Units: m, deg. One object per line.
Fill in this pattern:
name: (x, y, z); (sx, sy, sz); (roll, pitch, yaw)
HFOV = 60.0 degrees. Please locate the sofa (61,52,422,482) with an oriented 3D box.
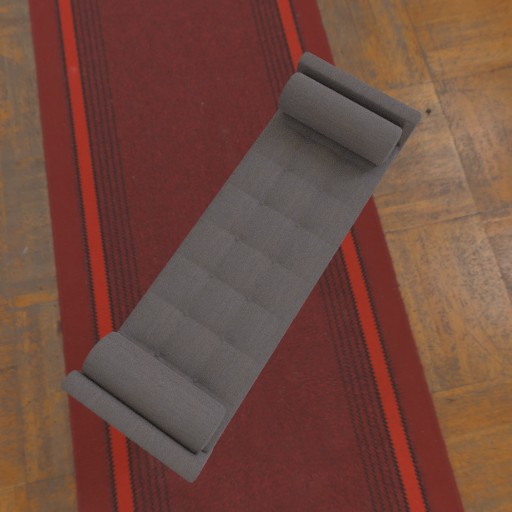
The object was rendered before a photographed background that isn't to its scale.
sofa: (0.000, 0.000, 2.298); (0.686, 0.635, 1.981); (32, 77, 8)
